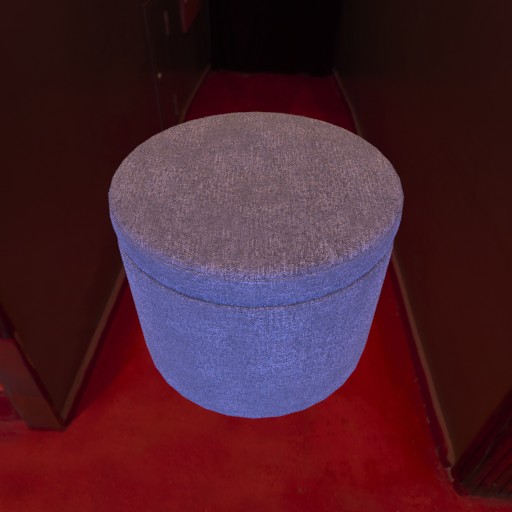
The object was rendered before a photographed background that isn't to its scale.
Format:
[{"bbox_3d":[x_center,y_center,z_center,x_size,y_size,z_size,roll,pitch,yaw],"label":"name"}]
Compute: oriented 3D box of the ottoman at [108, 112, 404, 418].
[{"bbox_3d":[0.000,0.000,0.892,0.500,0.419,0.500,0,43,0],"label":"ottoman"}]
